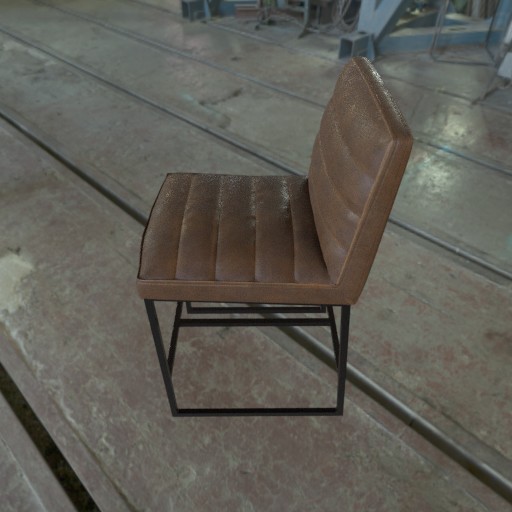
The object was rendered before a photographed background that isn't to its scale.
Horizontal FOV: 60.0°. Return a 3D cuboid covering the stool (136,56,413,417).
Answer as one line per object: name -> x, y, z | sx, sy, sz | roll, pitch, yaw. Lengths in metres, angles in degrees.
stool -> 0.000, 0.000, 1.225 | 0.562, 0.942, 0.463 | 0, 42, 0
